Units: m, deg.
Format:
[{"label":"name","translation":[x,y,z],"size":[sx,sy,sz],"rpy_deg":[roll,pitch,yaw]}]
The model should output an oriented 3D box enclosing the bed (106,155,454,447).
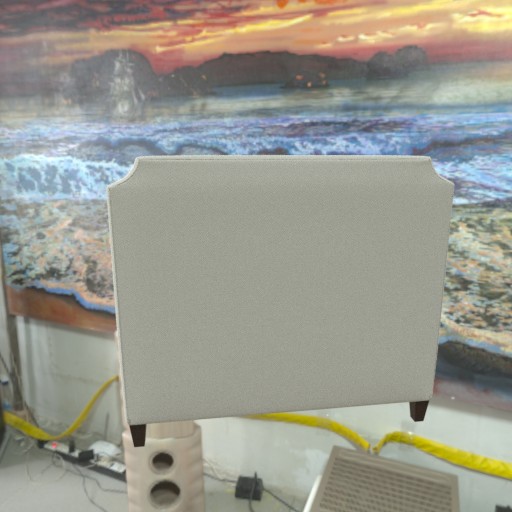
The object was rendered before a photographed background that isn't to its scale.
[{"label":"bed","translation":[0.000,0.000,3.366],"size":[1.712,1.497,2.372],"rpy_deg":[-2,13,-8]}]
